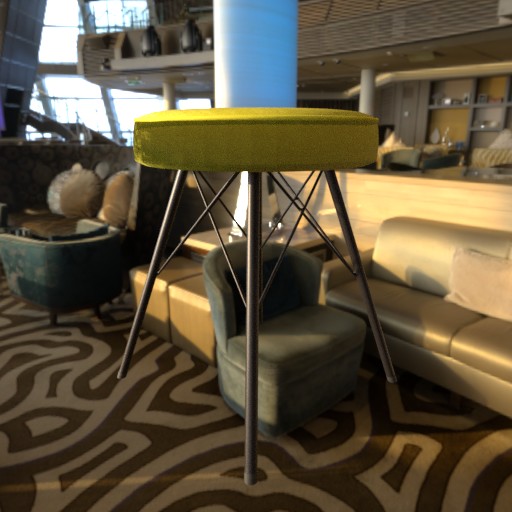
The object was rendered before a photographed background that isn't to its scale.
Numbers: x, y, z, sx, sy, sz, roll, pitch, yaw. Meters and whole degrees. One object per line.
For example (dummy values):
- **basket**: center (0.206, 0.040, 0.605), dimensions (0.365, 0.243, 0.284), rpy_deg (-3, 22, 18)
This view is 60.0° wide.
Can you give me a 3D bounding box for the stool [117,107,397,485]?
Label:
- **stool**: center (0.000, 0.000, 0.818), dimensions (0.409, 0.508, 0.409), rpy_deg (-14, 21, -41)
